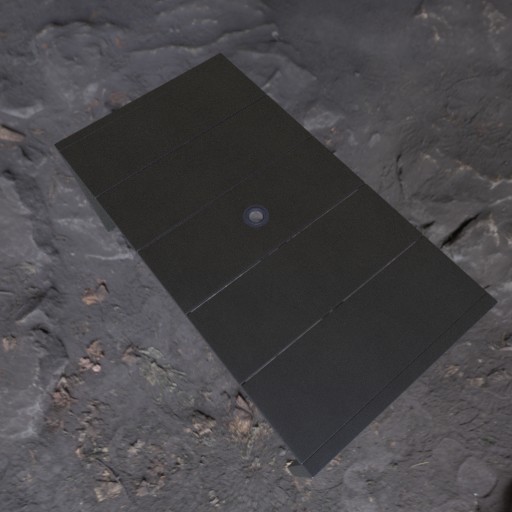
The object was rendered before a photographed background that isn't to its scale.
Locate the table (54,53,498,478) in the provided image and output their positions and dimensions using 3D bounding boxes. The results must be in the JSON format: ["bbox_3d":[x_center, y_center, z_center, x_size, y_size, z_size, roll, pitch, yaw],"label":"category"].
[{"bbox_3d":[0.000,0.000,2.101,0.914,0.735,1.680,-36,69,-16],"label":"table"}]
